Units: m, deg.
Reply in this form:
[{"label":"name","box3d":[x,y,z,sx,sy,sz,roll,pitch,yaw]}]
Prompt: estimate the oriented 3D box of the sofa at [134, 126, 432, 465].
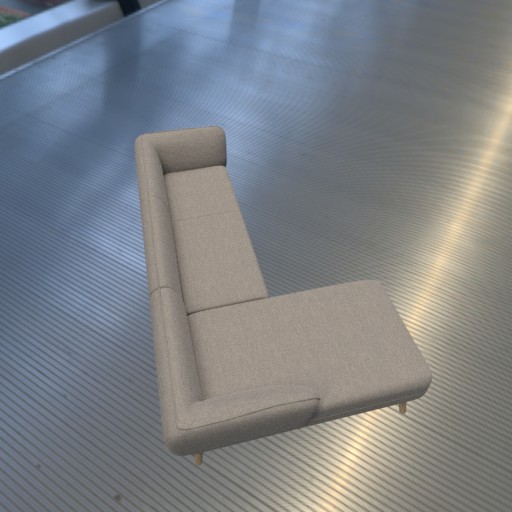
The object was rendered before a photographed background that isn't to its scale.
[{"label":"sofa","box3d":[0.000,0.000,3.250,1.532,0.693,2.653,-10,47,-9]}]
